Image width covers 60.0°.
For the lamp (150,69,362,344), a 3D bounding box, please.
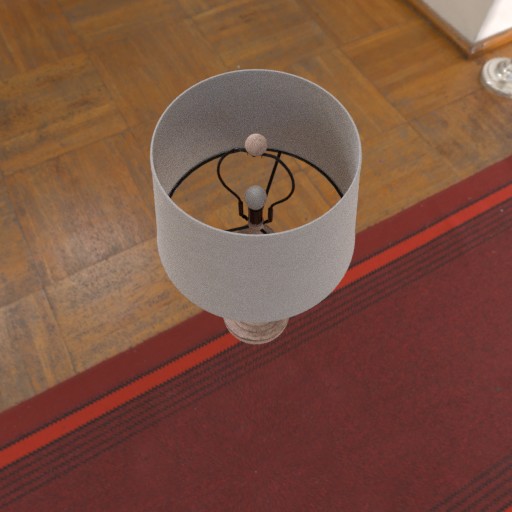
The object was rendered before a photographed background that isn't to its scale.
[{"bbox_3d":[0.000,0.000,0.865,0.340,0.678,0.340,0,64,0],"label":"lamp"}]
